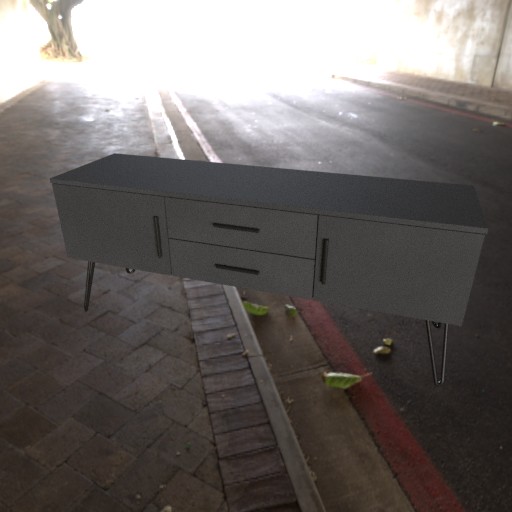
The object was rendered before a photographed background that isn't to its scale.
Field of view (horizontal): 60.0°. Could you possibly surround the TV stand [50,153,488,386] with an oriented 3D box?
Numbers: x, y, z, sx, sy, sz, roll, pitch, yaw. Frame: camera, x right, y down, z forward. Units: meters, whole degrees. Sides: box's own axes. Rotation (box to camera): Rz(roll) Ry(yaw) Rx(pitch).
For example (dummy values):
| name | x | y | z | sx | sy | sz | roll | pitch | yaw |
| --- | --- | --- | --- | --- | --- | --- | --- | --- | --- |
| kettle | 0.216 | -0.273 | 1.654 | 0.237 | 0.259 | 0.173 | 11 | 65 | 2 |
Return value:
| name | x | y | z | sx | sy | sz | roll | pitch | yaw |
| --- | --- | --- | --- | --- | --- | --- | --- | --- | --- |
| TV stand | 0.000 | 0.000 | 1.635 | 1.400 | 0.560 | 0.400 | 9 | 28 | 17 |
